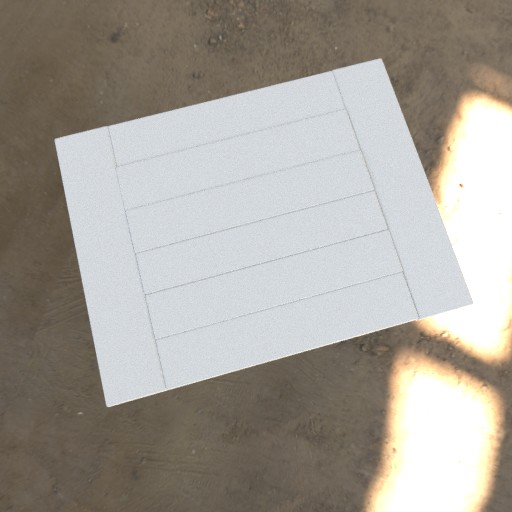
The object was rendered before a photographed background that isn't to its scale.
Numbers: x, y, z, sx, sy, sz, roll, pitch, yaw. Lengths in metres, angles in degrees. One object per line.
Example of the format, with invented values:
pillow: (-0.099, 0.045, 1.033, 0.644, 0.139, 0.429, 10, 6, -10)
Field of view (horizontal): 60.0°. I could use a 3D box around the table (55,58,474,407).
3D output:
table: (0.000, 0.000, 1.032, 0.599, 0.605, 0.463, -15, 78, -3)
